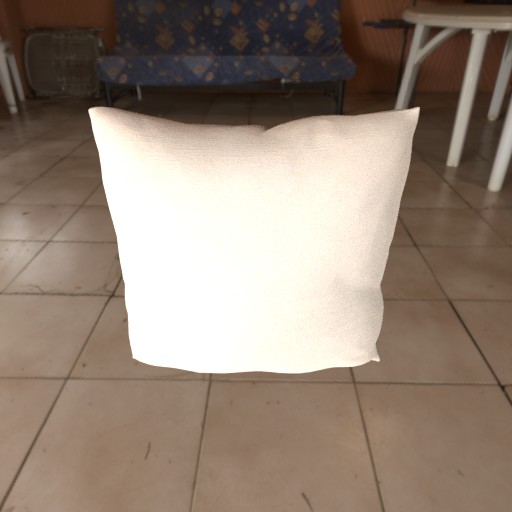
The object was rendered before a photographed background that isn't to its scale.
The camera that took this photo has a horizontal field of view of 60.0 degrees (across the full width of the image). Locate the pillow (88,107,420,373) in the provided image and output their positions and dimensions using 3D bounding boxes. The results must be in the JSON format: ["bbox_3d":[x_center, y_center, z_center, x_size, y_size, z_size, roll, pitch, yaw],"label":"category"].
[{"bbox_3d":[0.000,0.000,0.690,0.450,0.448,0.245,0,30,0],"label":"pillow"}]
